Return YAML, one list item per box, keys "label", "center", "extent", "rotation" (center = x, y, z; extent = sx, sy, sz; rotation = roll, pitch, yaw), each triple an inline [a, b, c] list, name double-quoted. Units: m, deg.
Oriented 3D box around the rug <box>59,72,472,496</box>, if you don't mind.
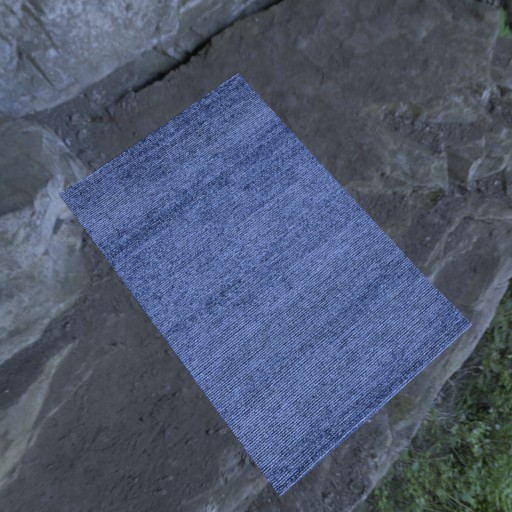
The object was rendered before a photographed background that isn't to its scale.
- label: "rug"
  center: [0.000, 0.000, 2.104]
  extent: [1.135, 0.010, 1.740]
  rotation: [-37, 77, -10]
